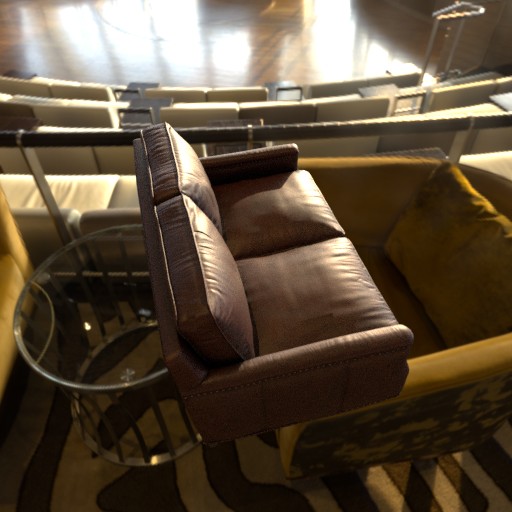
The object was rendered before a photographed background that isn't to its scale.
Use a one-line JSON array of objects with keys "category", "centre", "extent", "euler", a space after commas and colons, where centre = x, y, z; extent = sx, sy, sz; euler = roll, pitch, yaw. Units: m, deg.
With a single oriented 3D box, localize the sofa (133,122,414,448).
[{"category": "sofa", "centre": [0.000, 0.000, 2.379], "extent": [1.083, 1.003, 1.628], "euler": [-11, 47, -10]}]
